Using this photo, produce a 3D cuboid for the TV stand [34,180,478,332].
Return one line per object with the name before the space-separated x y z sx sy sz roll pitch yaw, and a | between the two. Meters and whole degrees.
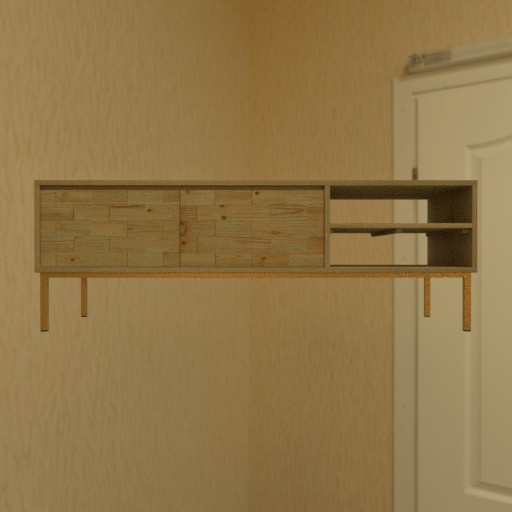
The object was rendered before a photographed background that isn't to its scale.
TV stand | 0.000 0.000 1.811 1.600 0.550 0.420 0 0 0
